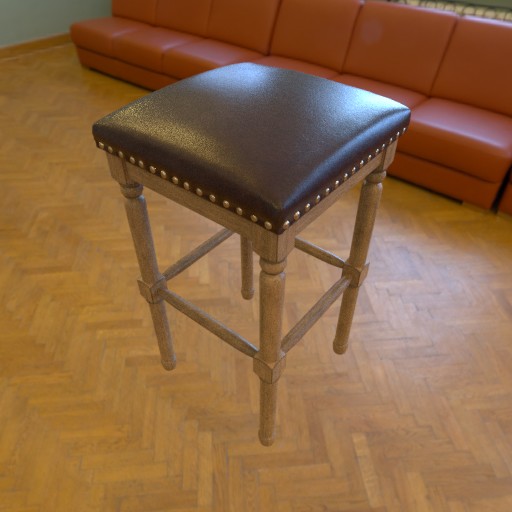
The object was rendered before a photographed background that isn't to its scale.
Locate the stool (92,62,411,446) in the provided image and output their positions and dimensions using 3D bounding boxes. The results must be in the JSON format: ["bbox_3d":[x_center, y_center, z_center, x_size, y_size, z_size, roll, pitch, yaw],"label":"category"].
[{"bbox_3d":[0.000,0.000,0.926,0.382,0.702,0.383,28,48,28],"label":"stool"}]
